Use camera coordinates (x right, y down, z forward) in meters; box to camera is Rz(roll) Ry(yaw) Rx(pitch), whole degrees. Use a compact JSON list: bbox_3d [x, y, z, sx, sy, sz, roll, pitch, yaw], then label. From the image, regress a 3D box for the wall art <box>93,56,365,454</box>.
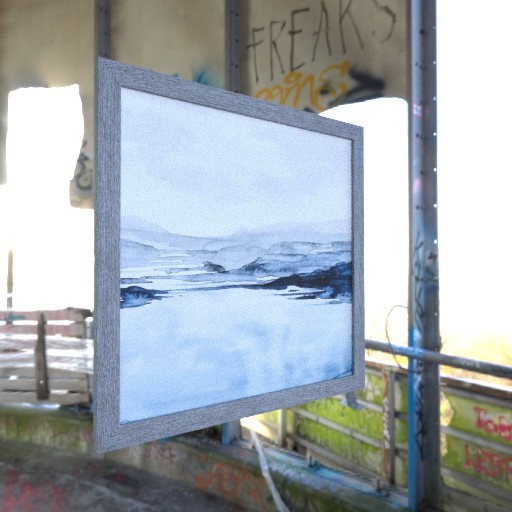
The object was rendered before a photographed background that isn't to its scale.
[{"bbox_3d":[0.000,0.000,0.969,0.685,0.685,0.020,1,-1,-36],"label":"wall art"}]
